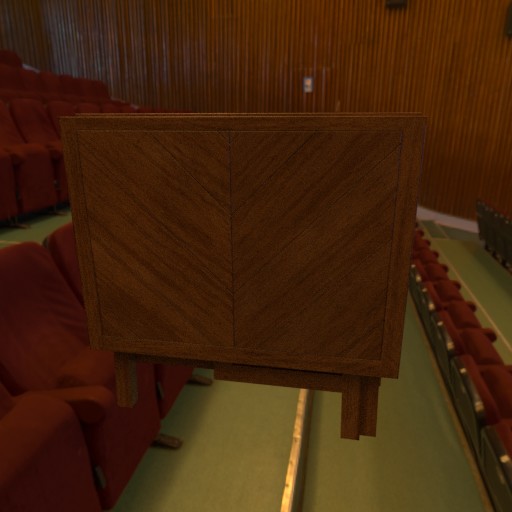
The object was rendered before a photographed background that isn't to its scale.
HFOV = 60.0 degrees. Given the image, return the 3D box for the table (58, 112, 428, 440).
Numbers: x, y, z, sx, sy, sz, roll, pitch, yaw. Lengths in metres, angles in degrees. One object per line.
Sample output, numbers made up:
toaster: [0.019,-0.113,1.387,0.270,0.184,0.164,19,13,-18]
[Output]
table: [0.000,0.000,1.259,0.746,0.763,0.591,3,17,10]
